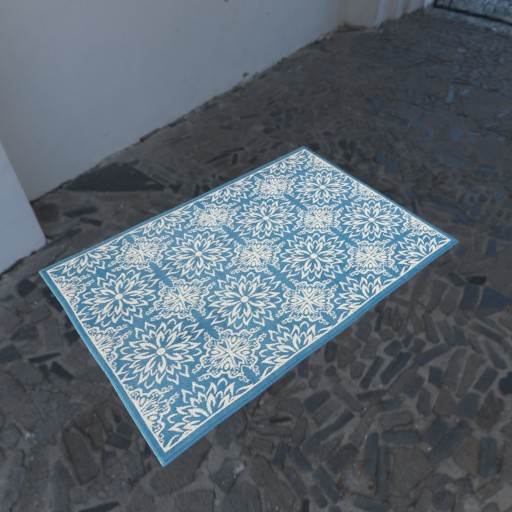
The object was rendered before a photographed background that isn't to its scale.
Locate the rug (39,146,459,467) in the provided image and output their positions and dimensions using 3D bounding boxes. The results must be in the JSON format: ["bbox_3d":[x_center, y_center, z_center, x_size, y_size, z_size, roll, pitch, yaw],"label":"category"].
[{"bbox_3d":[0.000,0.000,3.483,2.769,0.018,1.830,-30,53,-26],"label":"rug"}]
